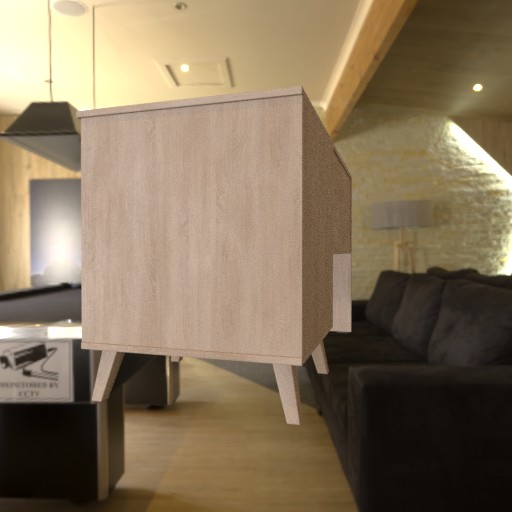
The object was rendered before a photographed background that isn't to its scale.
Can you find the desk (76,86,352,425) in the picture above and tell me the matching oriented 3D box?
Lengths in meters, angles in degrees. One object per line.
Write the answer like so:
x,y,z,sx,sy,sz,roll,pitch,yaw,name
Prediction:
0.000,0.000,1.673,0.600,0.770,1.251,0,1,17,desk
